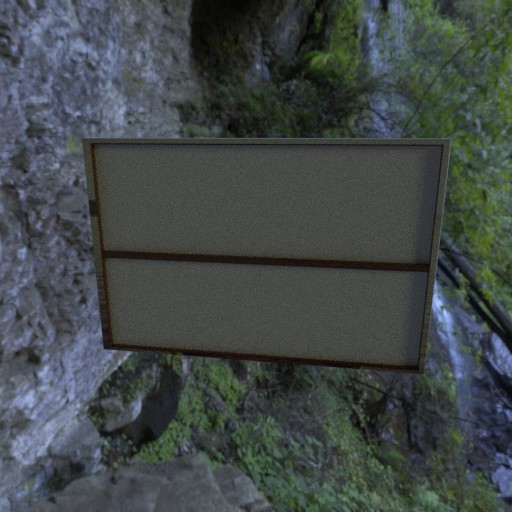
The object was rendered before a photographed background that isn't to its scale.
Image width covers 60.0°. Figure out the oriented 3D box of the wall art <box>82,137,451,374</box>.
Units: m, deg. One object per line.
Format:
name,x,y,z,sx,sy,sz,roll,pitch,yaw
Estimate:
wall art,0.000,0.000,1.487,1.149,0.765,0.040,2,16,9
